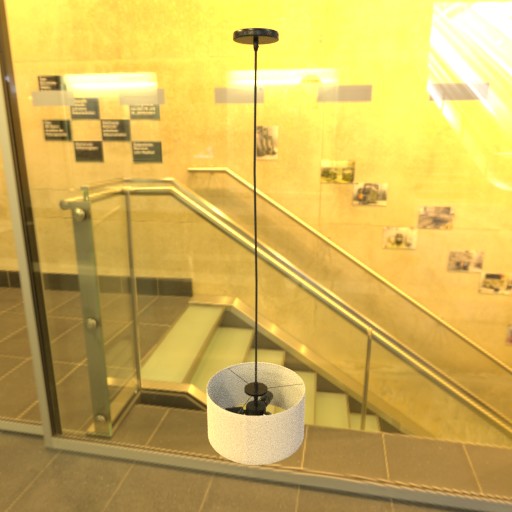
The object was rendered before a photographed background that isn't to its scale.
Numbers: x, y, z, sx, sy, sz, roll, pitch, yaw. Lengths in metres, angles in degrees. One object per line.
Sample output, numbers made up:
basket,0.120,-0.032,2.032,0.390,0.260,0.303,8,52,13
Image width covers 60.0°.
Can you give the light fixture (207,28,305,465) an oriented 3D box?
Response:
light fixture,0.000,0.000,1.653,0.399,1.516,0.399,0,15,0
